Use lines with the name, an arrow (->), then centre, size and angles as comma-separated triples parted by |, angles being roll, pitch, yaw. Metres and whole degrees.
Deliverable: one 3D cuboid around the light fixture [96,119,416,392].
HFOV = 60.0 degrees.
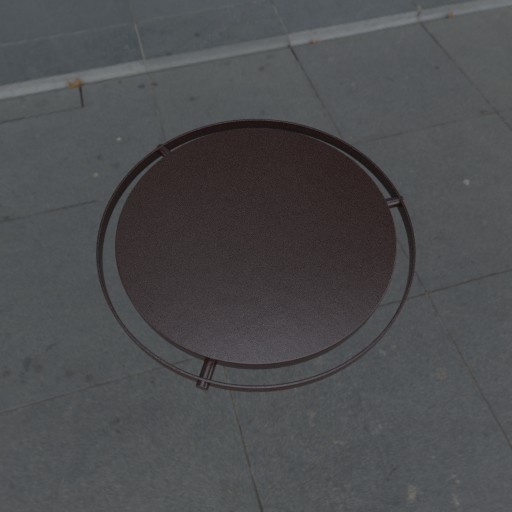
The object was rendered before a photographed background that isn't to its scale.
light fixture -> 0.000, 0.000, 0.560 | 0.361, 0.130, 0.361 | 0, 59, 0
